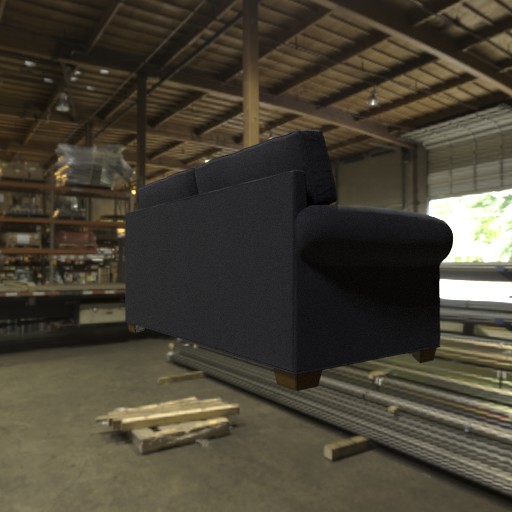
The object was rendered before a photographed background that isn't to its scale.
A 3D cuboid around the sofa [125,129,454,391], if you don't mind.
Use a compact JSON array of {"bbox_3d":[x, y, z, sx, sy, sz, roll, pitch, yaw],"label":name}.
[{"bbox_3d":[0.000,0.000,2.623,0.951,1.031,2.009,1,-1,-36],"label":"sofa"}]
